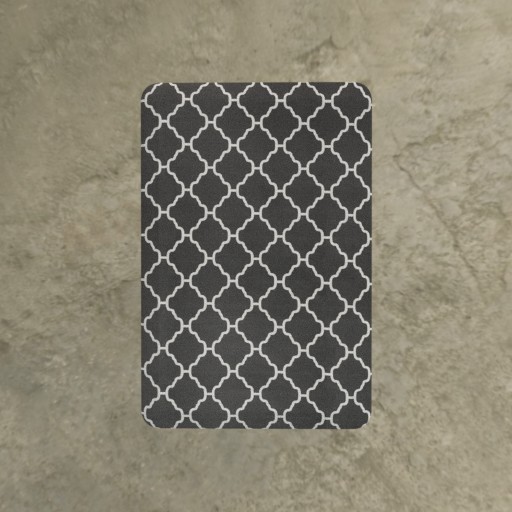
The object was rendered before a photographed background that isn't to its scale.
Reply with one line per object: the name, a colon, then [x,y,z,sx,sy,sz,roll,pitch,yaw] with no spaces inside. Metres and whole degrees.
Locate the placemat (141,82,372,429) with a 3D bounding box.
placemat: [0.000,0.000,0.969,0.508,0.021,0.762,0,90,1]
